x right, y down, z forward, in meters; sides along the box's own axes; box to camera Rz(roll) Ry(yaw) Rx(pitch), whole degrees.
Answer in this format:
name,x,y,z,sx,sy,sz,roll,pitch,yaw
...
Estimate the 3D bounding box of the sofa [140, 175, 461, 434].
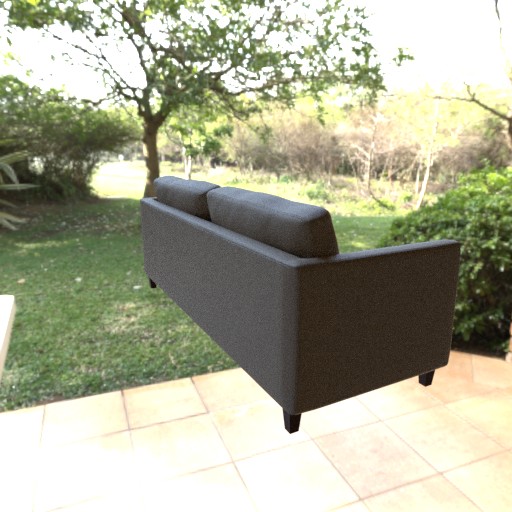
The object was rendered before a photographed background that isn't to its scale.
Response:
name,x,y,z,sx,sy,sz,roll,pitch,yaw
sofa,0.000,0.000,2.937,0.951,0.965,2.434,-7,16,-27
